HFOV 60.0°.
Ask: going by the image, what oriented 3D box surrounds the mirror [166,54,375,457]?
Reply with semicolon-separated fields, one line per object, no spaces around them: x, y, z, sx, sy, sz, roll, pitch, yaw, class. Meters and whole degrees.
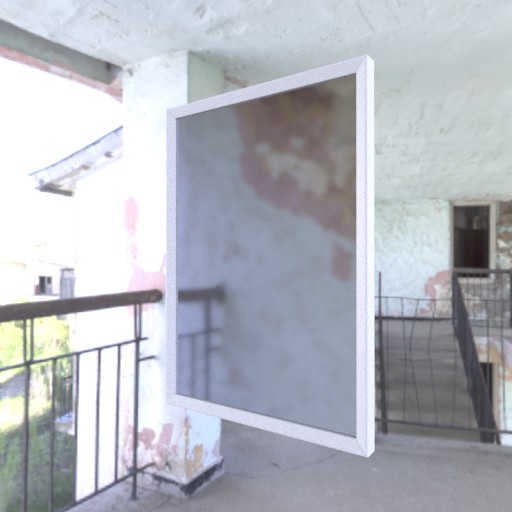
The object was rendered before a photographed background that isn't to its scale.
0.000;0.000;0.941;0.507;0.710;0.039;0;0;35;mirror
